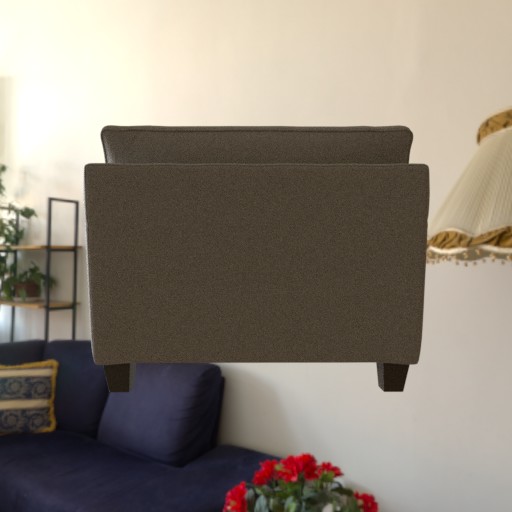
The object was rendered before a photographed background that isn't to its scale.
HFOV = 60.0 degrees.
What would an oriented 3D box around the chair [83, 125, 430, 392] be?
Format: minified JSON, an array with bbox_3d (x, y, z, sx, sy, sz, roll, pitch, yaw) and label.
[{"bbox_3d":[0.000,0.000,2.015,1.220,1.016,1.040,0,-1,0],"label":"chair"}]
